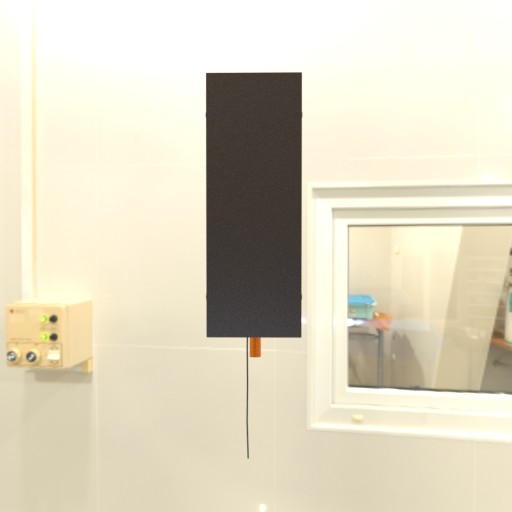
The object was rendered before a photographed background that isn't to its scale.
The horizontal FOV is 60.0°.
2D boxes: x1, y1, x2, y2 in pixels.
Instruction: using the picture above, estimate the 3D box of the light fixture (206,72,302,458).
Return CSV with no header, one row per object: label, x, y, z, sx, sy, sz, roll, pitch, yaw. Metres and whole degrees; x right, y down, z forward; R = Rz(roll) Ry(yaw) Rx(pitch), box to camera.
light fixture,0.000,0.000,0.957,0.162,0.715,0.499,0,1,1
